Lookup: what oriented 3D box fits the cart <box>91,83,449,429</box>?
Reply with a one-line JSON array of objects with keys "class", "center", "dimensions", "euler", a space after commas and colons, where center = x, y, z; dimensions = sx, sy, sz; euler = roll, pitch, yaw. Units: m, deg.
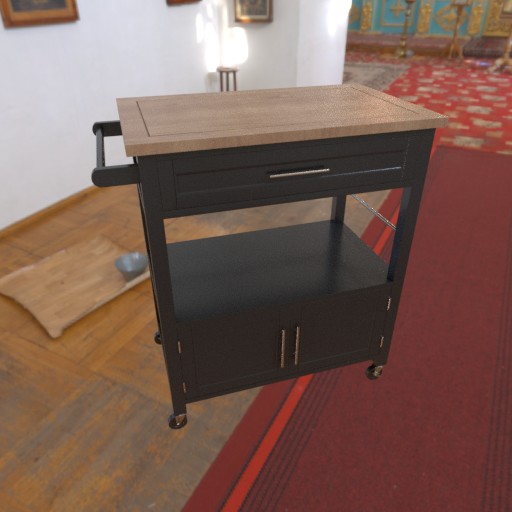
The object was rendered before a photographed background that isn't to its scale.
[{"class": "cart", "center": [0.000, 0.000, 1.386], "dimensions": [0.840, 0.901, 0.459], "euler": [-9, 32, -15]}]
